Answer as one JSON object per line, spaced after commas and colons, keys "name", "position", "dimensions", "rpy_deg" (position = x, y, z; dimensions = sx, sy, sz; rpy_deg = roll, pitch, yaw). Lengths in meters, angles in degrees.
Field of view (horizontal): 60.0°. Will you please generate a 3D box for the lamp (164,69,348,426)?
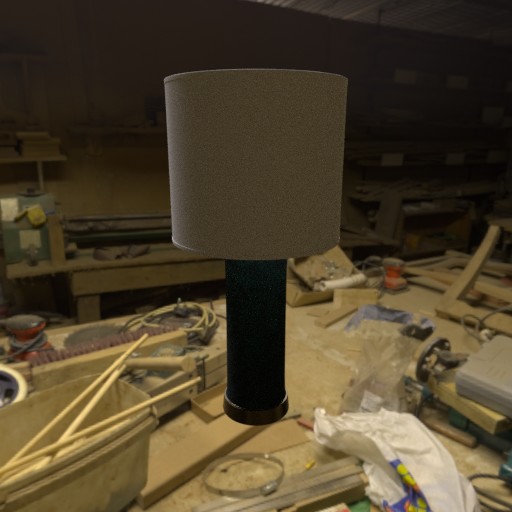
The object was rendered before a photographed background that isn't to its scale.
{"name": "lamp", "position": [0.000, 0.000, 0.819], "dimensions": [0.301, 0.630, 0.301], "rpy_deg": [-8, 17, -26]}
